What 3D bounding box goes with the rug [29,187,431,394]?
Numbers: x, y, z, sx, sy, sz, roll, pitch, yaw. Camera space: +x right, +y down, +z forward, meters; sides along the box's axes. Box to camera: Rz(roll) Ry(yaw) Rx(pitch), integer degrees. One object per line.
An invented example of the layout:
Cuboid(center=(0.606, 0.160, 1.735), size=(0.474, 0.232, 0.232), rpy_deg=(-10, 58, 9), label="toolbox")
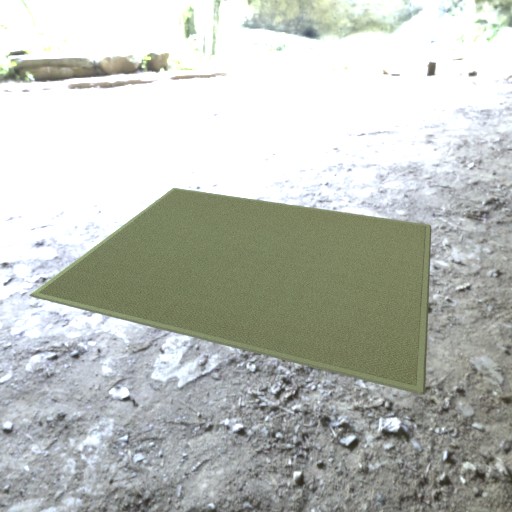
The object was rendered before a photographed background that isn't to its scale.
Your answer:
Cuboid(center=(0.000, 0.000, 4.116), size=(3.051, 0.020, 2.407), rpy_deg=(10, 33, 17), label="rug")
